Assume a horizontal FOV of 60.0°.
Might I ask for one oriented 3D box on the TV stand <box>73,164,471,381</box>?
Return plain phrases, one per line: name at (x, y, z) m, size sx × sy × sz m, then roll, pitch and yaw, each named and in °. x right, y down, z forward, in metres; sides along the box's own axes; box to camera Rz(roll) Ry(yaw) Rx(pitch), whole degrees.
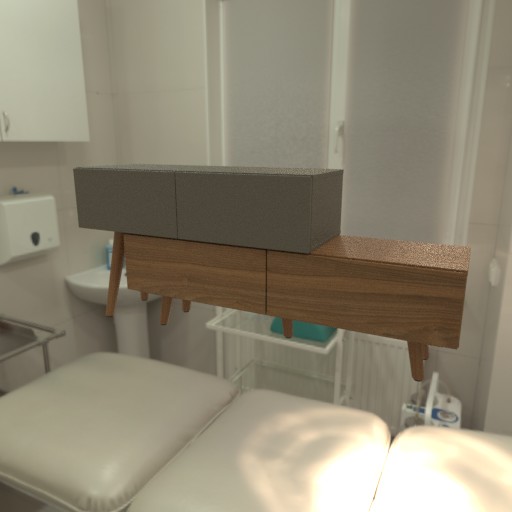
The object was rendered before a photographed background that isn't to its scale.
TV stand at (0.000, 0.000, 1.546) m, size 1.336 × 0.591 × 0.329 m, roll 7°, pitch 16°, yaw 26°
